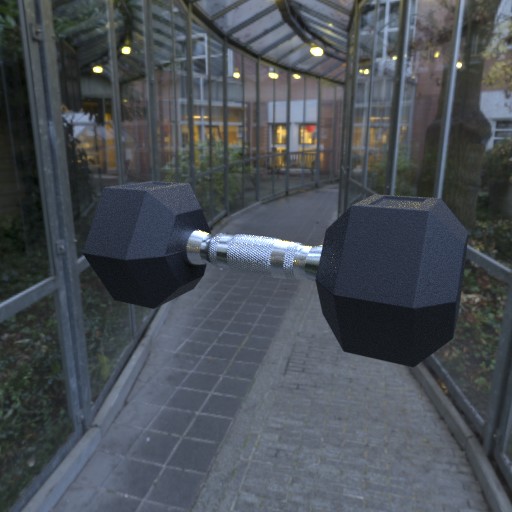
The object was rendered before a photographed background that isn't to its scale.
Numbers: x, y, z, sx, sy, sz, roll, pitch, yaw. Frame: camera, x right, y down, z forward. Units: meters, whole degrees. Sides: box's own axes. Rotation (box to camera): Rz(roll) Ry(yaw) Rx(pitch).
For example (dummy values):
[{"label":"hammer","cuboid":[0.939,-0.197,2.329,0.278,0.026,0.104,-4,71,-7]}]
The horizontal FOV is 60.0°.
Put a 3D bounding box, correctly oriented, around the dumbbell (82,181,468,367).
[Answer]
[{"label":"dumbbell","cuboid":[0.000,0.000,0.321,0.272,0.092,0.106,8,17,27]}]
